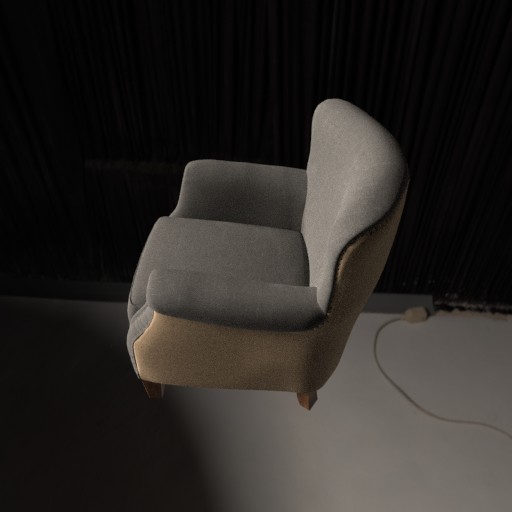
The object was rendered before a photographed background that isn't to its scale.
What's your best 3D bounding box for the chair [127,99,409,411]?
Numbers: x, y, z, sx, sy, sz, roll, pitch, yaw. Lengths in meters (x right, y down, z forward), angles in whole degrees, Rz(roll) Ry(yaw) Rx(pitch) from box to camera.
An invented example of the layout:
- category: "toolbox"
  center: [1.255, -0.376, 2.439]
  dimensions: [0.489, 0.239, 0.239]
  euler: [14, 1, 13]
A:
- category: "chair"
  center: [0.000, 0.000, 1.675]
  dimensions: [0.921, 0.936, 0.861]
  euler: [2, 41, 2]
